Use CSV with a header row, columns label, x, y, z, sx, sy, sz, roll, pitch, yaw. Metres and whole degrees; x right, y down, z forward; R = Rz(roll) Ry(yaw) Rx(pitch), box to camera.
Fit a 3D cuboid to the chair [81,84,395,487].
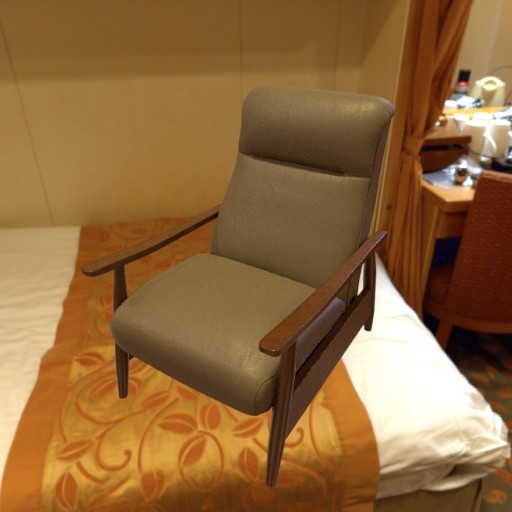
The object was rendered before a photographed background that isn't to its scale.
label,x,y,z,sx,sy,sz,roll,pitch,yaw
chair,0.000,0.000,1.711,0.762,1.082,1.014,18,35,27
